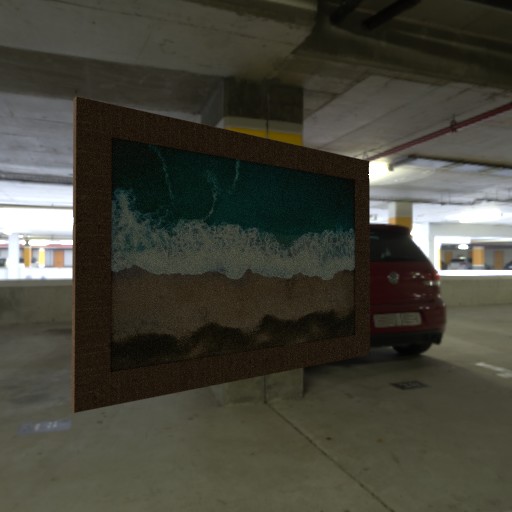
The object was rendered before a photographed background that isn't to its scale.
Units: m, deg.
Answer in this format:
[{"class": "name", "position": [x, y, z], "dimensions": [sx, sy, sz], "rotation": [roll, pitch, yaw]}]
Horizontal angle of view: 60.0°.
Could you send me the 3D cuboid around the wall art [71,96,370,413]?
[{"class": "wall art", "position": [0.000, 0.000, 1.163], "dimensions": [0.917, 0.626, 0.019], "rotation": [1, -1, -38]}]
